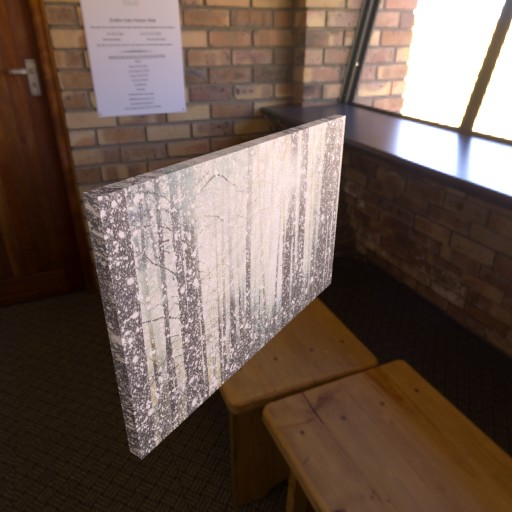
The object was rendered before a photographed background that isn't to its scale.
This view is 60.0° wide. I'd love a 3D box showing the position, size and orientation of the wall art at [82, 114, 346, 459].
[{"bbox_3d":[0.000,0.000,1.173,0.038,0.598,0.919,17,32,31],"label":"wall art"}]
